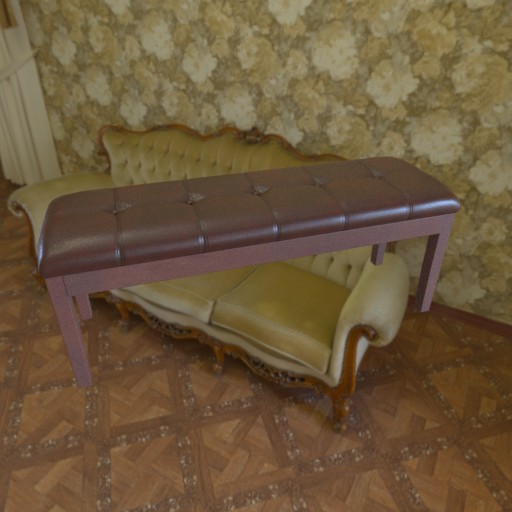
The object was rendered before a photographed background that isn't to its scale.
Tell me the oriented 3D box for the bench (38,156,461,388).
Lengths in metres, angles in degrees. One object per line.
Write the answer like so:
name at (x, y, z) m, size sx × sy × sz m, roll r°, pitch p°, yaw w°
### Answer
bench at (0.000, 0.000, 1.504) m, size 1.259 × 0.491 × 0.401 m, roll -9°, pitch 33°, yaw -15°
